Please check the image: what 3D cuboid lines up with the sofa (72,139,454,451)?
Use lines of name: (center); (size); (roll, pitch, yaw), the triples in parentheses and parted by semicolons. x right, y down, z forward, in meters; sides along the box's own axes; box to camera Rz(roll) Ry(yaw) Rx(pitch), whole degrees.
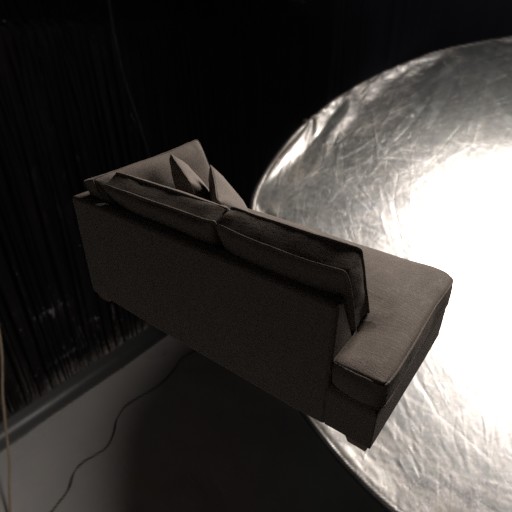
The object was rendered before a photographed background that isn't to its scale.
sofa: (0.000, 0.000, 2.851); (2.237, 1.033, 1.110); (21, 37, 31)
